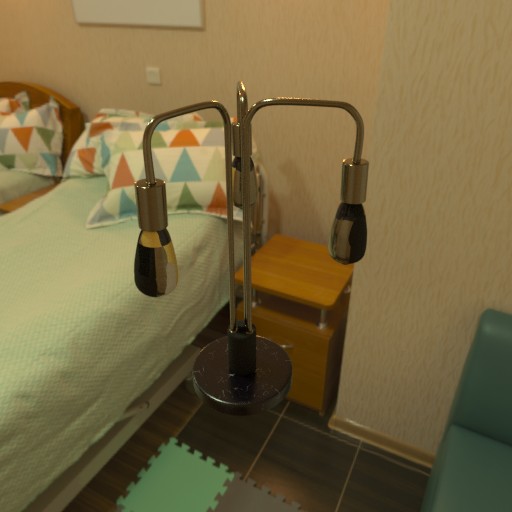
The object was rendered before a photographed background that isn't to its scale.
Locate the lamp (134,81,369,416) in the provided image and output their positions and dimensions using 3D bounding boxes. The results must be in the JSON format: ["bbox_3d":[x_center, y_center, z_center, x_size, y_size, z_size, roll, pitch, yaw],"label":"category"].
[{"bbox_3d":[0.000,0.000,0.801,0.355,0.560,0.368,-1,30,-1],"label":"lamp"}]
